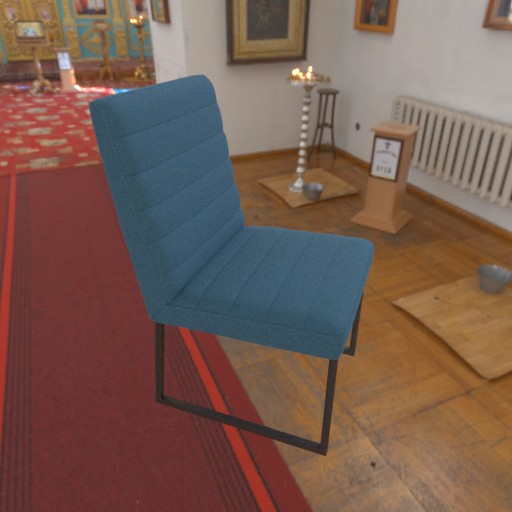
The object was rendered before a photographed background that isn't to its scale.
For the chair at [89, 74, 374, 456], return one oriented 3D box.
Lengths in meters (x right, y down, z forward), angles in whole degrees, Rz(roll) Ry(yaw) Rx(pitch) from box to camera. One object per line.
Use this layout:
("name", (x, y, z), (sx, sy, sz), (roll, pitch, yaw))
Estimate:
("chair", (0.000, 0.000, 1.303), (0.634, 0.930, 0.520), (10, 30, 18))
